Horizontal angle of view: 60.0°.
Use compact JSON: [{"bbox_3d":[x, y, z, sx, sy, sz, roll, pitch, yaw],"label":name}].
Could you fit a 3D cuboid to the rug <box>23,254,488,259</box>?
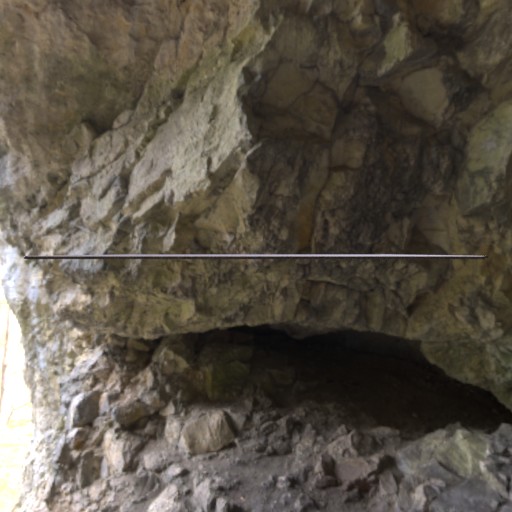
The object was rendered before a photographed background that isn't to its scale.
[{"bbox_3d":[0.000,0.000,4.096,3.049,0.025,2.449,0,0,0],"label":"rug"}]
